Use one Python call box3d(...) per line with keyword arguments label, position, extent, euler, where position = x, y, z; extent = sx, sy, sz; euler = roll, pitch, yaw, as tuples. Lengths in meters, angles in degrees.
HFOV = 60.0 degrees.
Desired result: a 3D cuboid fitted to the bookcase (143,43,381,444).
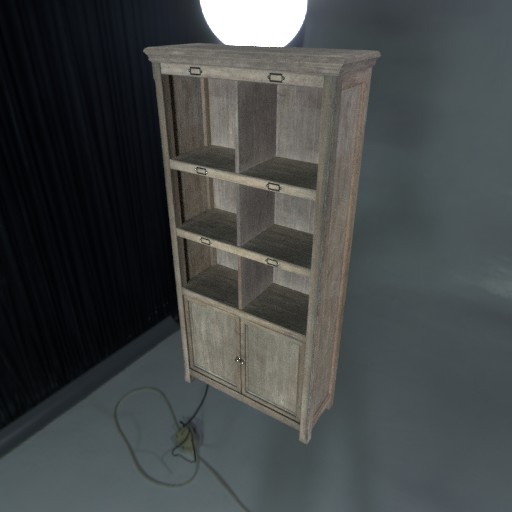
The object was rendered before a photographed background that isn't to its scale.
box3d(label="bookcase", position=(0.000, 0.000, 2.216), extent=(0.906, 1.880, 0.348), euler=(17, 33, 29))
